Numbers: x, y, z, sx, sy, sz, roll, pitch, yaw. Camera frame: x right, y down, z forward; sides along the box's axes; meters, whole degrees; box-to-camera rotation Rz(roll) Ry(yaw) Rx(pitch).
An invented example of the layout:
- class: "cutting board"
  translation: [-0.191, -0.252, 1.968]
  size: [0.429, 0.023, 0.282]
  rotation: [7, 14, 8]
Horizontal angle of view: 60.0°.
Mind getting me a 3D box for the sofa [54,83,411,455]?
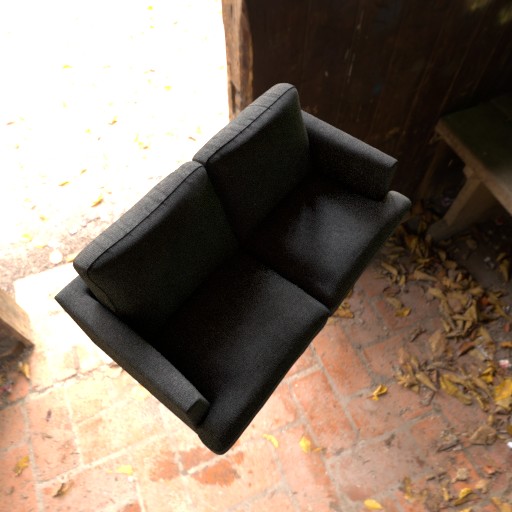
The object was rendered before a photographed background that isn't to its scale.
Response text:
- class: "sofa"
  translation: [0.000, 0.000, 2.160]
  size: [0.903, 0.956, 1.582]
  rotation: [34, 65, 19]
